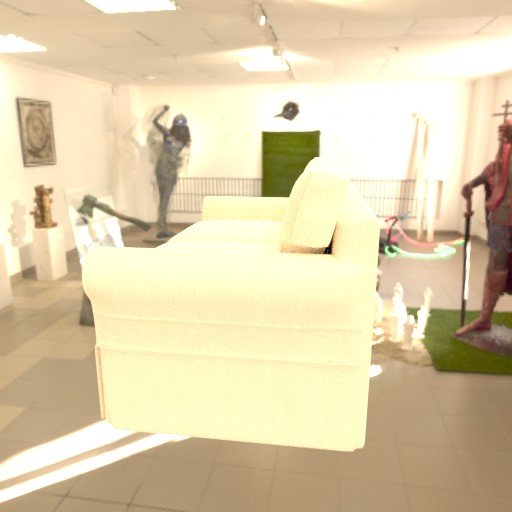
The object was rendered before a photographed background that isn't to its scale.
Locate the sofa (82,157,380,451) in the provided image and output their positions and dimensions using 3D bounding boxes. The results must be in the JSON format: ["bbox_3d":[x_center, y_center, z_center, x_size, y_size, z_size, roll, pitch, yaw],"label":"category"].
[{"bbox_3d":[0.000,0.000,2.240,0.991,0.940,1.727,2,14,8],"label":"sofa"}]
